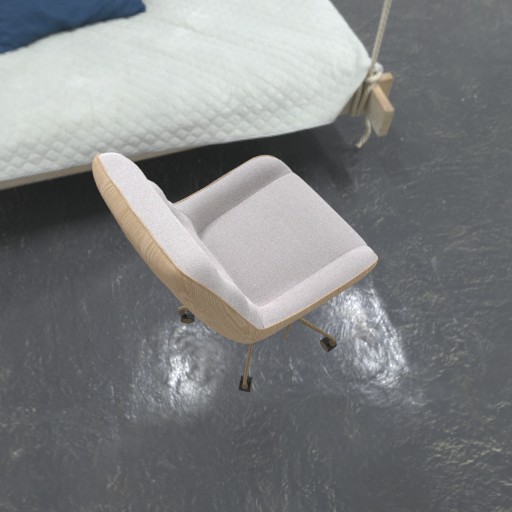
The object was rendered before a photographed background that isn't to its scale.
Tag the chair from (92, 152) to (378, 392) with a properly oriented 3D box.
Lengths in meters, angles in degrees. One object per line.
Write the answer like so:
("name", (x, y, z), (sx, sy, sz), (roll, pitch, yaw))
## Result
("chair", (0.000, 0.000, 1.364), (0.668, 0.952, 0.564), (-32, 64, -18))
